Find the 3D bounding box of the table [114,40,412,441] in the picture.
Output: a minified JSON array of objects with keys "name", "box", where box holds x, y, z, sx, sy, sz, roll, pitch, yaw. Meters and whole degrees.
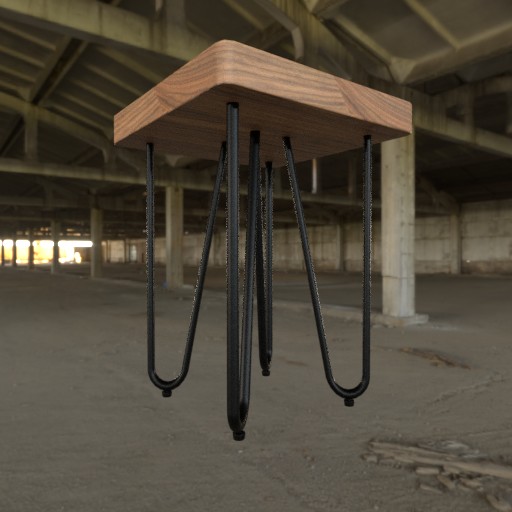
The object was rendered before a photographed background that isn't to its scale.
[{"name":"table","box":[0.000,0.000,0.979,0.480,0.641,0.479,0,0,-37]}]
